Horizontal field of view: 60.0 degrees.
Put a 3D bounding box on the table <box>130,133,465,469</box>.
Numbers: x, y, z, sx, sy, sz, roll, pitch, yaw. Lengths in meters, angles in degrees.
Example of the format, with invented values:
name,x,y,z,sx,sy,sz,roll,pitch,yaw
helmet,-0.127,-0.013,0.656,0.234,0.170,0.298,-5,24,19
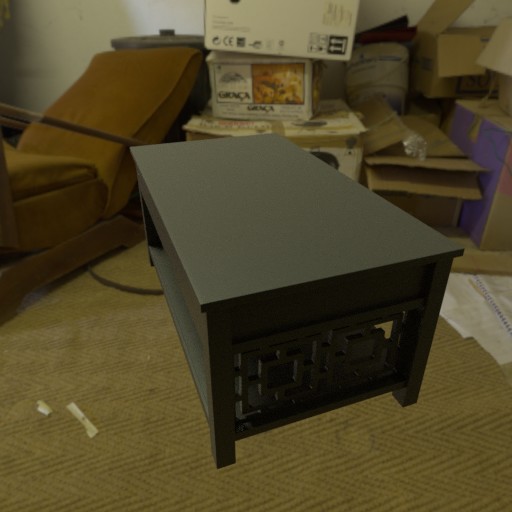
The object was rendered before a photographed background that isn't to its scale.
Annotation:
name,x,y,z,sx,sy,sz,roll,pitch,yaw
table,0.000,0.000,1.445,0.612,0.493,1.068,-11,31,-18
